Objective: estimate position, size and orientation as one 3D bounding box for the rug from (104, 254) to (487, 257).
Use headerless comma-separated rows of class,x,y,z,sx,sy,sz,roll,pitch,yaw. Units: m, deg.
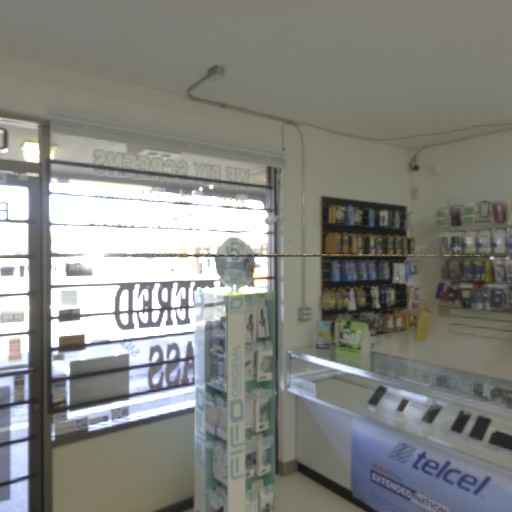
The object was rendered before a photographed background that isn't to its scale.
rug,0.000,0.000,3.070,1.524,0.008,2.438,0,0,-35
